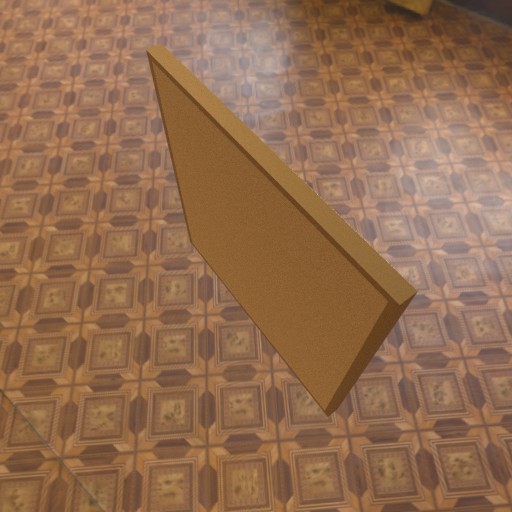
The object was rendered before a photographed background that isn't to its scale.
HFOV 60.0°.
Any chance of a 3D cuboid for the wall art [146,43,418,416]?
[{"bbox_3d":[0.000,0.000,1.138,0.038,0.762,0.762,-32,64,-18],"label":"wall art"}]
